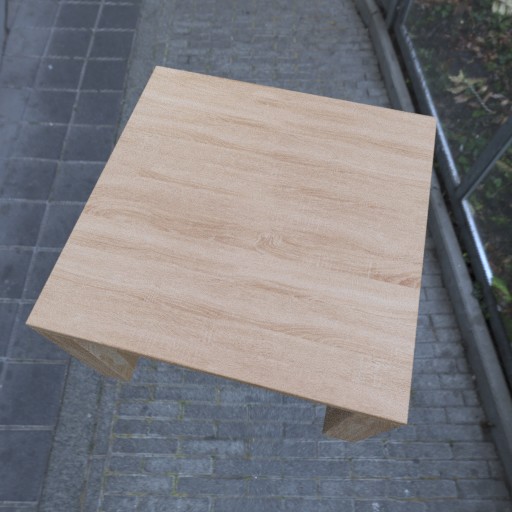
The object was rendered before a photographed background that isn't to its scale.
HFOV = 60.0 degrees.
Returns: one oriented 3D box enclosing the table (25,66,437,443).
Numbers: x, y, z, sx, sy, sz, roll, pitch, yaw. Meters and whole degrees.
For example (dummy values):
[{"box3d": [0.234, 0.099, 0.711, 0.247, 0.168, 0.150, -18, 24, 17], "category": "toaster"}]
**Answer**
[{"box3d": [0.000, 0.000, 1.129, 0.700, 0.450, 0.700, 13, 64, 6], "category": "table"}]
